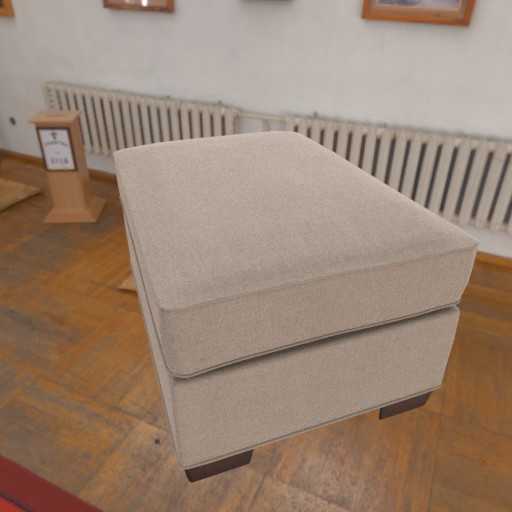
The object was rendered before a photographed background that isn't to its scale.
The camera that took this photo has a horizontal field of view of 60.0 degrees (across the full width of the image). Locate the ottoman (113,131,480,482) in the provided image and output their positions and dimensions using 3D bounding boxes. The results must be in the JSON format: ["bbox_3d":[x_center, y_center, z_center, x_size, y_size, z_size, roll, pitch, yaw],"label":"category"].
[{"bbox_3d":[0.000,0.000,1.176,0.617,0.503,0.846,-11,32,-17],"label":"ottoman"}]
